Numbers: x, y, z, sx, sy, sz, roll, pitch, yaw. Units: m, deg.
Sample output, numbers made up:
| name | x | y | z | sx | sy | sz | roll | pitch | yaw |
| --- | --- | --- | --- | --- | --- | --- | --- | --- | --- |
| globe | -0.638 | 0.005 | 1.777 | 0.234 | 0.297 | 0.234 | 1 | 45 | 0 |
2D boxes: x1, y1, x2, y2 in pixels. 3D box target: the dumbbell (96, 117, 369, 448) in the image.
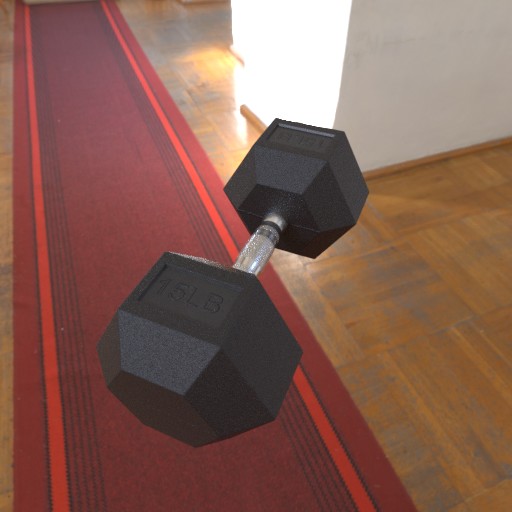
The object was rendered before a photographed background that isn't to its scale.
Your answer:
| name | x | y | z | sx | sy | sz | roll | pitch | yaw |
| --- | --- | --- | --- | --- | --- | --- | --- | --- | --- |
| dumbbell | 0.000 | 0.000 | 0.338 | 0.122 | 0.106 | 0.271 | 17 | 47 | 16 |
